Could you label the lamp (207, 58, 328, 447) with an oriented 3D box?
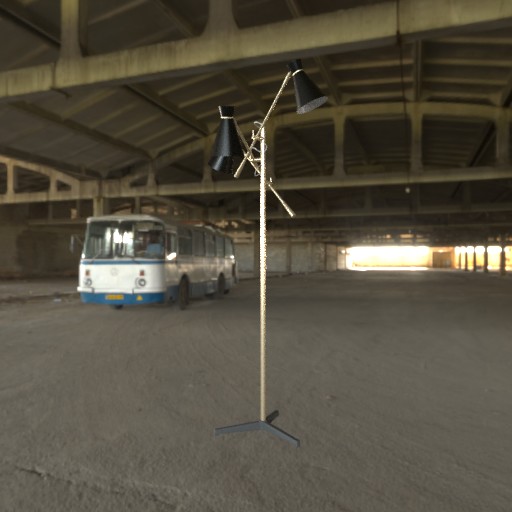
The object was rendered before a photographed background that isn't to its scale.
[{"bbox_3d":[0.000,0.000,2.218,0.750,1.804,0.653,0,0,19],"label":"lamp"}]
